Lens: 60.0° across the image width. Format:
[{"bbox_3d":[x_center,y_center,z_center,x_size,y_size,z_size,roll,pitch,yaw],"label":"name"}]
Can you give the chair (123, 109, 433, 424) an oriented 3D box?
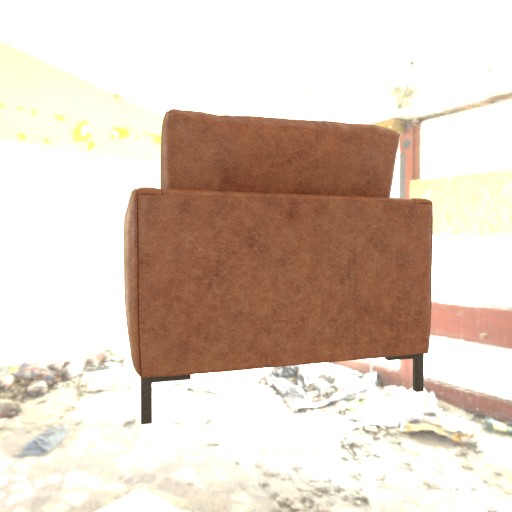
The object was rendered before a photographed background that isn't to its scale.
[{"bbox_3d":[0.000,0.000,1.690,0.967,0.869,0.862,0,1,-18],"label":"chair"}]
